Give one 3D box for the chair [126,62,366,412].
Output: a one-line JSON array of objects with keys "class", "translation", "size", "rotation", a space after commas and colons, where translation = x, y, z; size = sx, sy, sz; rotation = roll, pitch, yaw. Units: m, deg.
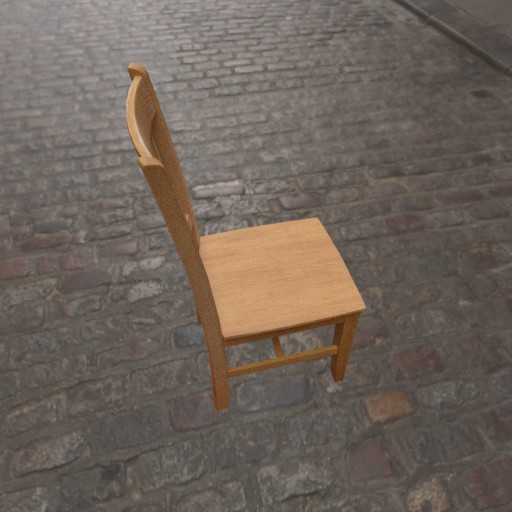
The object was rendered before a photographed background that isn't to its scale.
[{"class": "chair", "translation": [0.000, 0.000, 1.302], "size": [0.556, 0.998, 0.450], "rotation": [-10, 46, -10]}]
